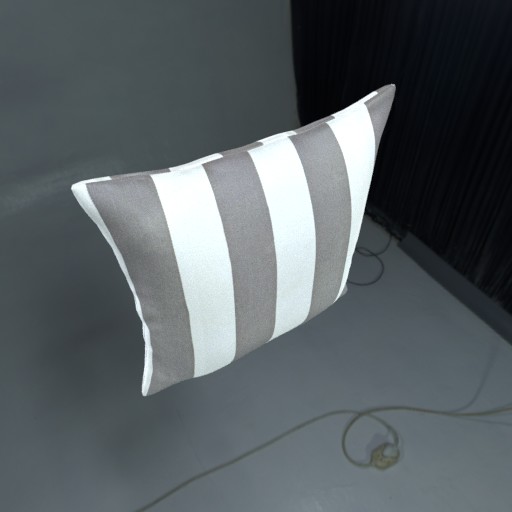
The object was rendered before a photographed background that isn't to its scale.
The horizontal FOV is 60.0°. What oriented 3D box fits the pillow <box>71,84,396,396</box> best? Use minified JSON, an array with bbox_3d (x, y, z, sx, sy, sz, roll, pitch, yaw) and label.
[{"bbox_3d":[0.000,0.000,0.792,0.522,0.507,0.192,-24,50,-22],"label":"pillow"}]
